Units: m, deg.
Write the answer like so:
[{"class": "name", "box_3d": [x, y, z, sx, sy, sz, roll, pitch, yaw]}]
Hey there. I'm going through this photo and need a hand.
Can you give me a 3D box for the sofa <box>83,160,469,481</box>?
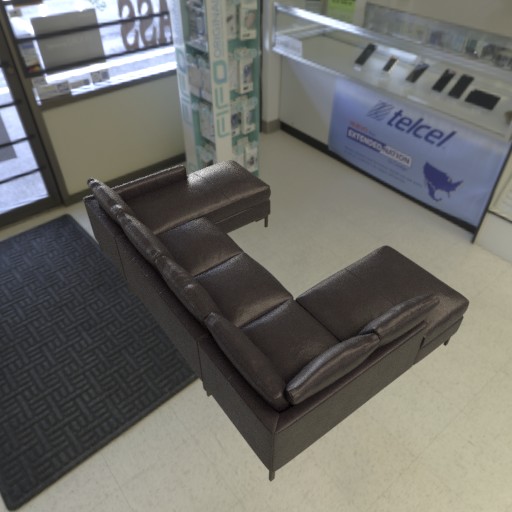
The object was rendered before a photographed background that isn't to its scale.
[{"class": "sofa", "box_3d": [0.000, 0.000, 3.885, 1.939, 0.900, 2.956, -26, 48, -27]}]
